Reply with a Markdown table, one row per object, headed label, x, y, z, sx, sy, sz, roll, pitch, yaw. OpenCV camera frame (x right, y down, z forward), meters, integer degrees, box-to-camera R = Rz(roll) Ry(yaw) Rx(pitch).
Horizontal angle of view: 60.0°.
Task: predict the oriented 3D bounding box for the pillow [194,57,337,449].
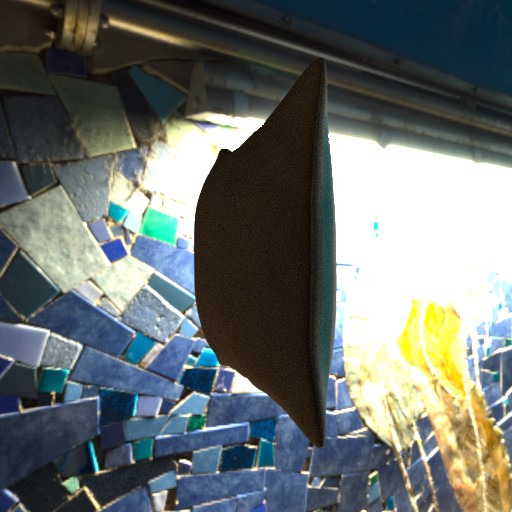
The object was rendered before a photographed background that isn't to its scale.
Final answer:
| label | x | y | z | sx | sy | sz | roll | pitch | yaw |
| --- | --- | --- | --- | --- | --- | --- | --- | --- | --- |
| pillow | 0.000 | 0.000 | 0.702 | 0.168 | 0.443 | 0.453 | 0 | 0 | -18 |
